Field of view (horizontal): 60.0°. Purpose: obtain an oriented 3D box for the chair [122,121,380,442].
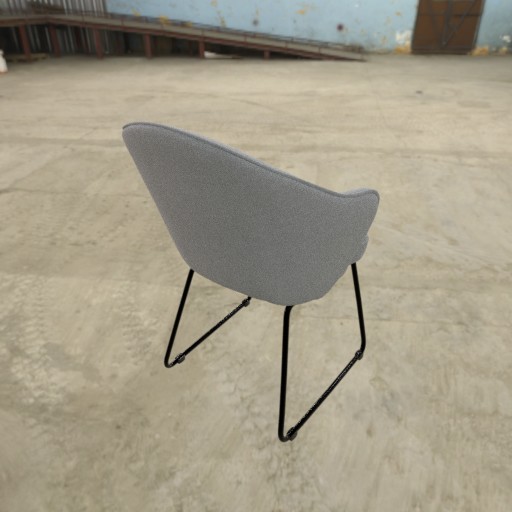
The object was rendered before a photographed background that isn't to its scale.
[{"bbox_3d":[0.000,0.000,1.219,0.570,0.817,0.592,20,35,31],"label":"chair"}]
